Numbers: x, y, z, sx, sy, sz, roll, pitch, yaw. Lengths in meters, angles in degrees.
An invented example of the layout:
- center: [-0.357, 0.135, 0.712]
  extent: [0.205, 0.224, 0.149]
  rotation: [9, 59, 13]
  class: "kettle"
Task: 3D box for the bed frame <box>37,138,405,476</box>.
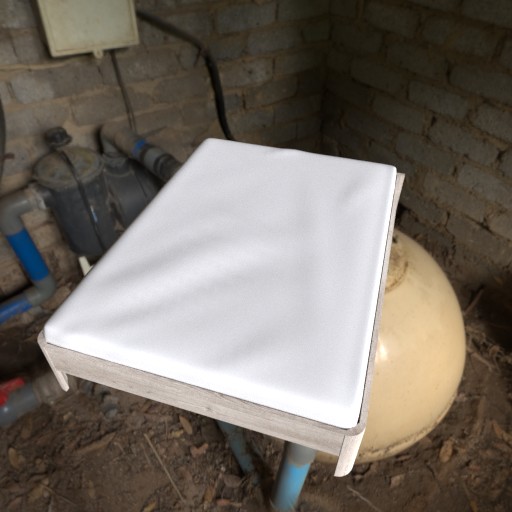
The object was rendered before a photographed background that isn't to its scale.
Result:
- center: [0.000, 0.000, 2.543]
  extent: [1.490, 0.462, 1.950]
  rotation: [12, 43, 13]
  class: "bed frame"
